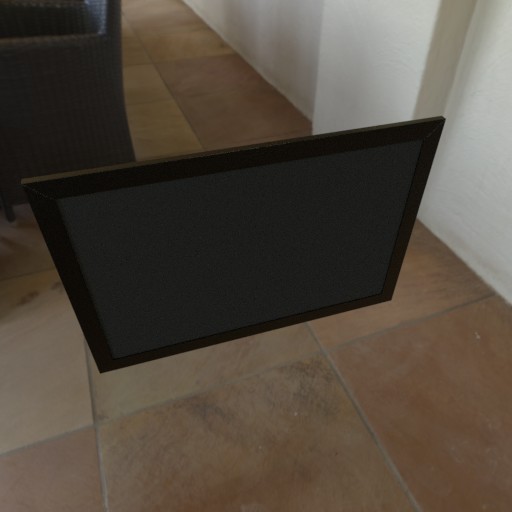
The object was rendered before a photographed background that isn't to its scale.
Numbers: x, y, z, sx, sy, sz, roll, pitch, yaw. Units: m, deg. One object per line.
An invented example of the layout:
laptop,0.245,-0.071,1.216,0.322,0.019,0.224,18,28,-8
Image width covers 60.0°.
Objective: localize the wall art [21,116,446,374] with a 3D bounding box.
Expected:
wall art,0.000,0.000,0.818,0.660,0.447,0.013,-12,43,-13
